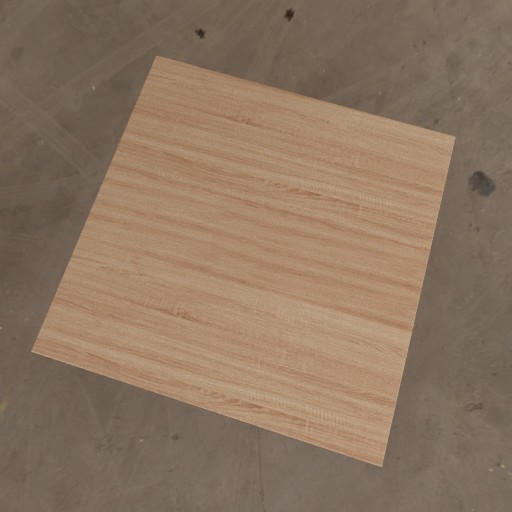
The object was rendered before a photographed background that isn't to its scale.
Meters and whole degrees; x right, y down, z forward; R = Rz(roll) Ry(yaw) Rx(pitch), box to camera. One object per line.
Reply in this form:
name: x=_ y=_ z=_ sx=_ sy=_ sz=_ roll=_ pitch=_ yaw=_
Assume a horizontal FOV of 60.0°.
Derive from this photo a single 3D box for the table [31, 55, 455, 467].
table: x=0.000 y=0.000 z=1.026 sx=0.670 sy=0.305 sz=0.670 roll=17 pitch=77 yaw=4
